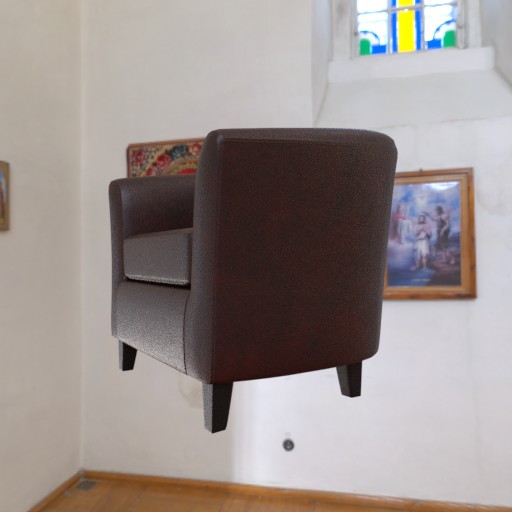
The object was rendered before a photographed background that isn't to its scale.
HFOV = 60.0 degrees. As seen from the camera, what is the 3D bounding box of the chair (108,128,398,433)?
[{"bbox_3d":[0.000,0.000,1.397,0.727,0.756,0.792,0,0,-34],"label":"chair"}]
